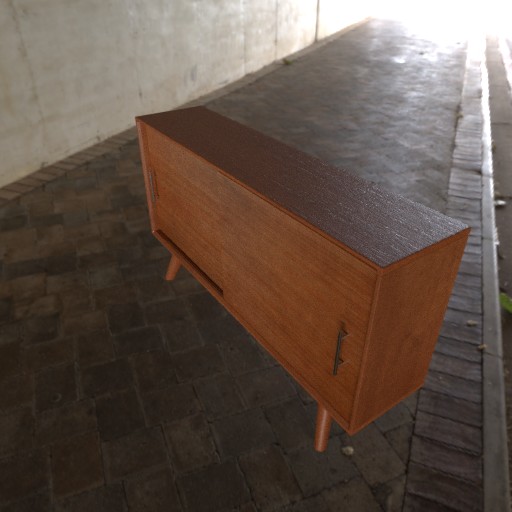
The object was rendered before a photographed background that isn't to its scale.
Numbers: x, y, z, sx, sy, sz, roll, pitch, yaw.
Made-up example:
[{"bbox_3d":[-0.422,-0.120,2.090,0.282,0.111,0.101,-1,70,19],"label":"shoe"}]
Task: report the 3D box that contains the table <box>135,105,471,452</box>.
[{"bbox_3d":[0.000,0.000,1.501,0.308,0.698,1.220,-21,38,-28],"label":"table"}]
